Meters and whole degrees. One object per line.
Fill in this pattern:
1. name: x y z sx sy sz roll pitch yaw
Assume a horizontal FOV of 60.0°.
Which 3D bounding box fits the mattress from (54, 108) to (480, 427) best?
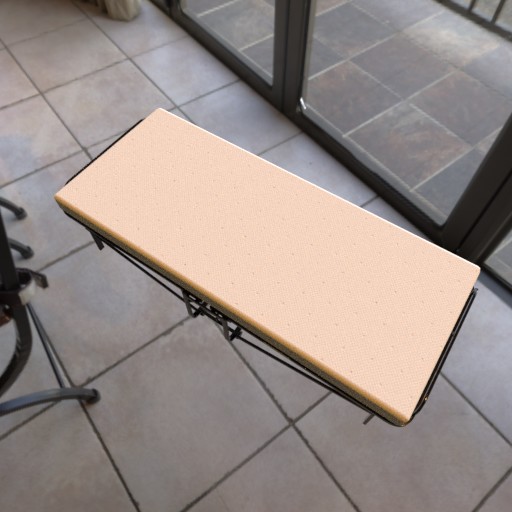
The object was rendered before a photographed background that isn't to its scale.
1. mattress: 0.000 0.000 2.502 2.153 0.519 0.922 30 63 17
